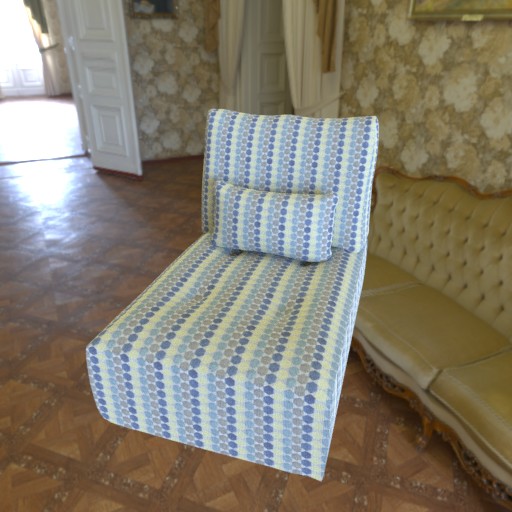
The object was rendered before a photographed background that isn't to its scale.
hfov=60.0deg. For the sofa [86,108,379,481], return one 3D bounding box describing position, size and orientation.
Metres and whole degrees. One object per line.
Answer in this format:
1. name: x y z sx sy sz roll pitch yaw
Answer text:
1. sofa: 0.000 0.000 1.520 0.700 0.820 1.000 8 28 16
